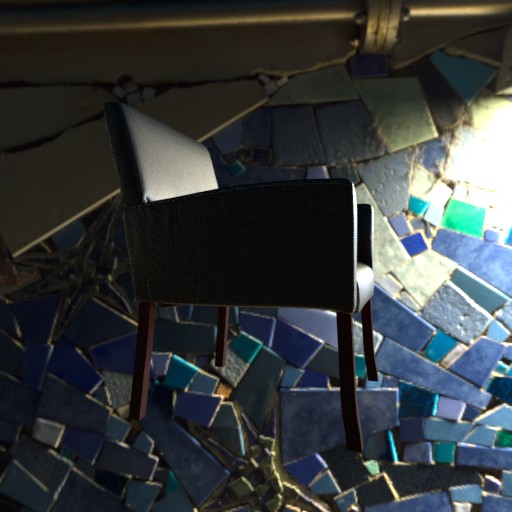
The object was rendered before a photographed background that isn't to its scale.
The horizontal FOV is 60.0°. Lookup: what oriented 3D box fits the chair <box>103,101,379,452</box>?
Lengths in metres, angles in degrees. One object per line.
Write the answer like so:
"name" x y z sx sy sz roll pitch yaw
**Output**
"chair" 0.000 0.000 1.512 0.772 0.951 0.683 0 1 19
